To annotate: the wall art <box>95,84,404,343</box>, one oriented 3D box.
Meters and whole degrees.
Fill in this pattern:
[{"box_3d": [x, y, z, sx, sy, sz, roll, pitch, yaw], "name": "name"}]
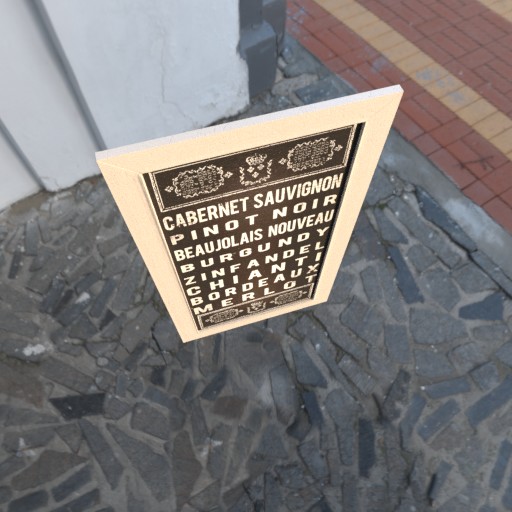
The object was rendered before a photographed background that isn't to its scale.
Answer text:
[{"box_3d": [0.000, 0.000, 0.828, 0.380, 0.683, 0.013, -15, 63, -8], "name": "wall art"}]
